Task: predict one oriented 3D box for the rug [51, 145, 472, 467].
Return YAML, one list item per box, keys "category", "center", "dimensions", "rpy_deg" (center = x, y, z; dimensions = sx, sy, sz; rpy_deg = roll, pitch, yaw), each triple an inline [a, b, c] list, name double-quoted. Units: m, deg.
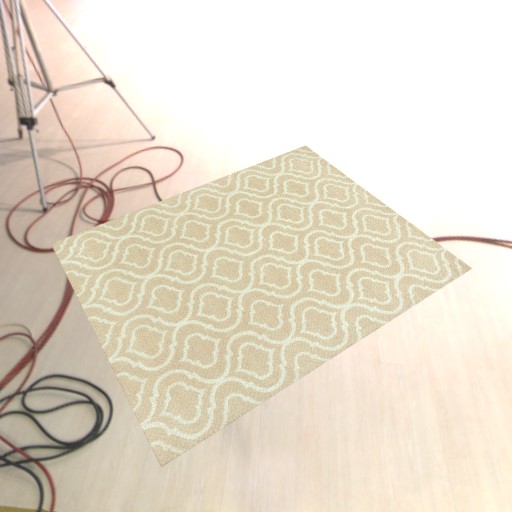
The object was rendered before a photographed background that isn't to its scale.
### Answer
- category: "rug"
  center: [0.000, 0.000, 3.872]
  dimensions: [2.894, 0.013, 2.286]
  rpy_deg: [-26, 52, -23]
